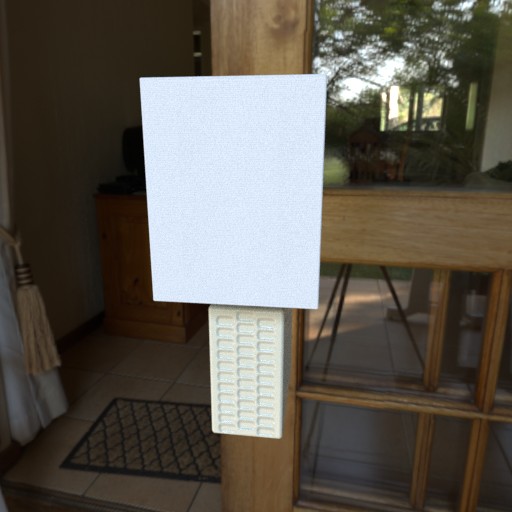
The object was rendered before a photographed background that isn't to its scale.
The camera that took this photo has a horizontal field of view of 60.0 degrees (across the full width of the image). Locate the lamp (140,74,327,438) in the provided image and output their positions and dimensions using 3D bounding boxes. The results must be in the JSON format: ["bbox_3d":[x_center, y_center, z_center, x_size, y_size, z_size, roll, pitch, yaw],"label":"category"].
[{"bbox_3d":[0.000,0.000,0.707,0.200,0.515,0.380,2,15,8],"label":"lamp"}]
